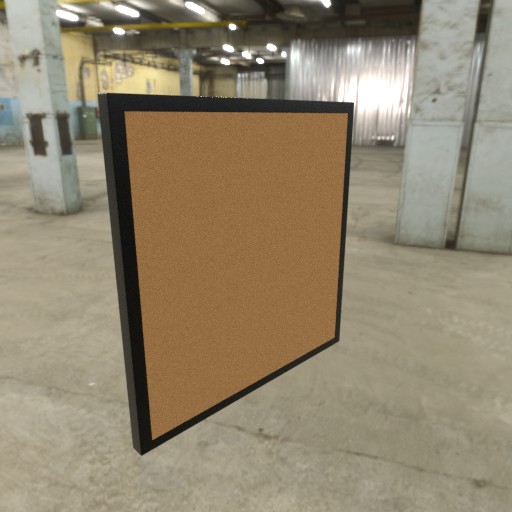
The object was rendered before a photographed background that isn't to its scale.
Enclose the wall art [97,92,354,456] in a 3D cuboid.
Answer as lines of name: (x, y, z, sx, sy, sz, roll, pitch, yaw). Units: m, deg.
wall art: (0.000, 0.000, 1.139, 0.755, 0.761, 0.038, -16, 24, -42)
